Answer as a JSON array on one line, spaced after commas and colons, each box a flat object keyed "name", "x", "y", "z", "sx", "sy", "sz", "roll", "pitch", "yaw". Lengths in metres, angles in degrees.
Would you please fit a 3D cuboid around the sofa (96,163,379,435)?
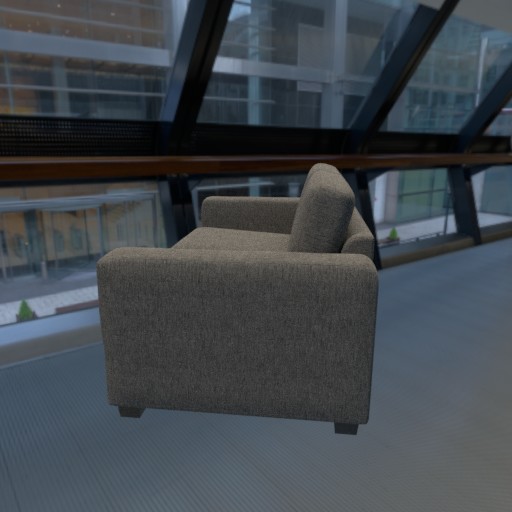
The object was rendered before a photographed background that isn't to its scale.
[{"name": "sofa", "x": 0.000, "y": 0.000, "z": 2.059, "sx": 0.900, "sy": 0.800, "sz": 1.520, "roll": 2, "pitch": 15, "yaw": 7}]
